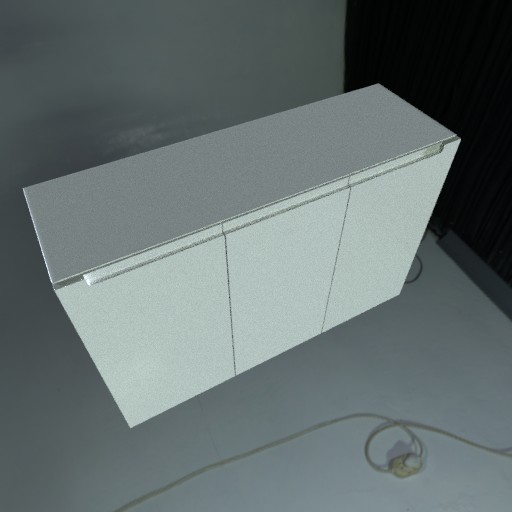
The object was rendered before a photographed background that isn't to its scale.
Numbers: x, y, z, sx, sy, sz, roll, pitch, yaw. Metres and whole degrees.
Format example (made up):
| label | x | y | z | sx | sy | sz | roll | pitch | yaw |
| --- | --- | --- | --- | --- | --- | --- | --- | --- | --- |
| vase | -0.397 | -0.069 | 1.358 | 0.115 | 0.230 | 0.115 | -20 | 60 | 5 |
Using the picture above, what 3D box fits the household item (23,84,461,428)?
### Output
| label | x | y | z | sx | sy | sz | roll | pitch | yaw |
| --- | --- | --- | --- | --- | --- | --- | --- | --- | --- |
| household item | 0.000 | 0.000 | 1.684 | 1.300 | 0.867 | 0.420 | -22 | 52 | -19 |
